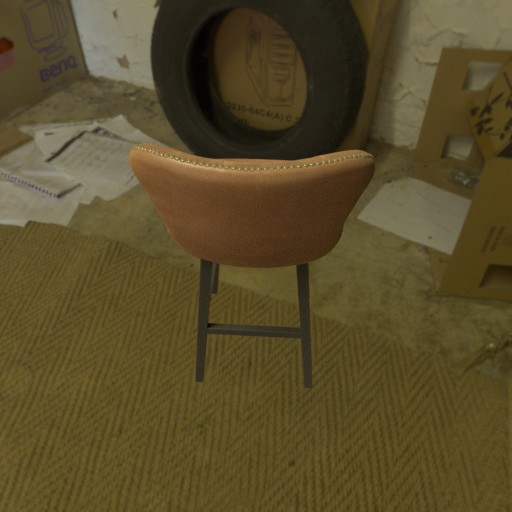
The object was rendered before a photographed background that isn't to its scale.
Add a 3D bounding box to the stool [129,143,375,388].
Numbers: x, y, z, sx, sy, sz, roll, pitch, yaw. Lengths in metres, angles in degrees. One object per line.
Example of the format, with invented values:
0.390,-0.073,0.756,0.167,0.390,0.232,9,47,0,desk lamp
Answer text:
0.000,0.000,1.406,0.528,1.050,0.601,2,45,2,stool
